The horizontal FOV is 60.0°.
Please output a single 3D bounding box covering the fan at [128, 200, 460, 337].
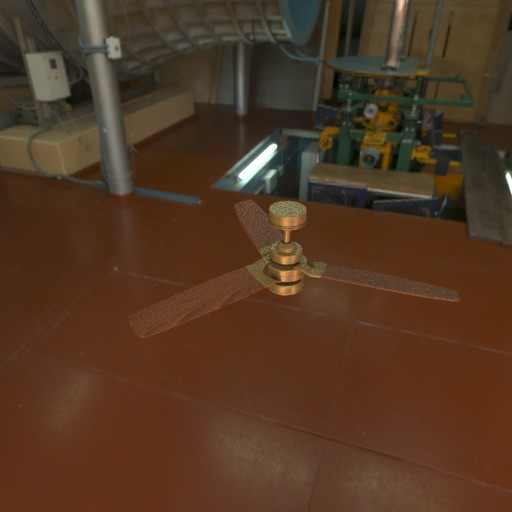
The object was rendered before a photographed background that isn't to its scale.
[{"bbox_3d":[0.000,0.000,2.059,1.271,0.425,1.416,-21,37,-31],"label":"fan"}]
